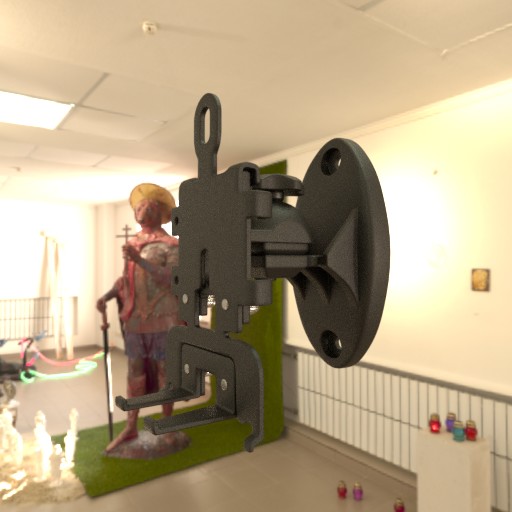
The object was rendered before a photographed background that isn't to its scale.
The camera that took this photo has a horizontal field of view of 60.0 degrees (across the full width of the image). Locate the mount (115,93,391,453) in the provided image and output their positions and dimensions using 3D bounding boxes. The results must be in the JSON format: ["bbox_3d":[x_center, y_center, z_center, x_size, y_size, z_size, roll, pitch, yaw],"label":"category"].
[{"bbox_3d":[0.000,0.000,0.174,0.100,0.118,0.066,0,-1,-36],"label":"mount"}]
